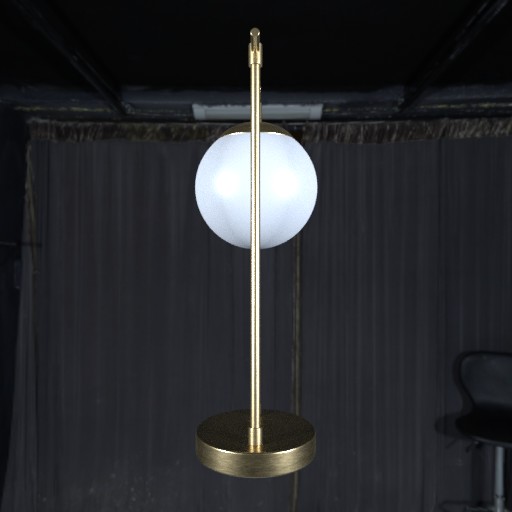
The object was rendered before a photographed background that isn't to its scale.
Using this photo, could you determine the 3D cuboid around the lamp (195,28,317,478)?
[{"bbox_3d":[0.000,0.000,0.697,0.207,0.559,0.324,0,-1,0],"label":"lamp"}]
